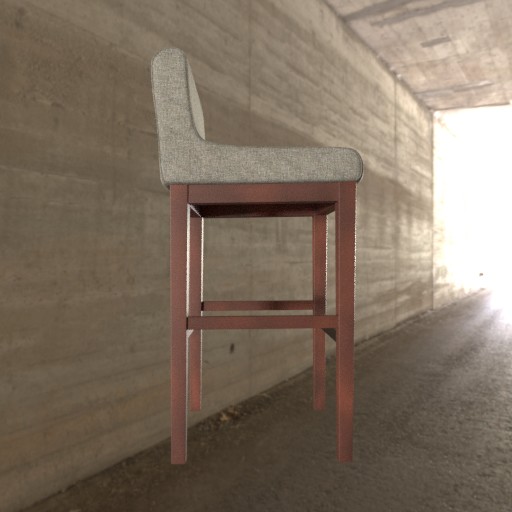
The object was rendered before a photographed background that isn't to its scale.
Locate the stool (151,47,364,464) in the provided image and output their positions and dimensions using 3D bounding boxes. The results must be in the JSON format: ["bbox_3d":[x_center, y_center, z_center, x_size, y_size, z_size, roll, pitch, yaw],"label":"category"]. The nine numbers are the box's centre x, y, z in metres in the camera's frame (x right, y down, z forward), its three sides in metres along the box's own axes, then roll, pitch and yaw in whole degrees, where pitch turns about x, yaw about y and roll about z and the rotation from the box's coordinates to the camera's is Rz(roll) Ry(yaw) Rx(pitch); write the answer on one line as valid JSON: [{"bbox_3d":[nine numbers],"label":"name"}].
[{"bbox_3d":[0.000,0.000,1.220,0.499,0.965,0.426,0,0,-2],"label":"stool"}]
